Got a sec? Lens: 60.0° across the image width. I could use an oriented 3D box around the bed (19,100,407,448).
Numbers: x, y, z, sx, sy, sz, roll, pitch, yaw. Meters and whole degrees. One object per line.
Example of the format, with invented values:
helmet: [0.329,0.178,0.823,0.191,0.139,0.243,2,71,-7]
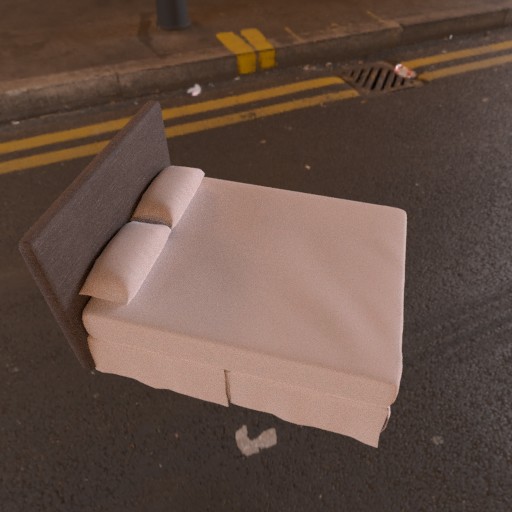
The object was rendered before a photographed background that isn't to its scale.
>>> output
bed: [0.000,0.000,3.119,2.142,1.330,1.723,11,47,10]
